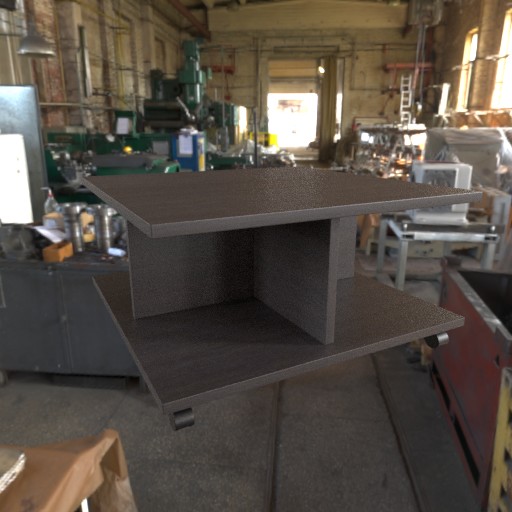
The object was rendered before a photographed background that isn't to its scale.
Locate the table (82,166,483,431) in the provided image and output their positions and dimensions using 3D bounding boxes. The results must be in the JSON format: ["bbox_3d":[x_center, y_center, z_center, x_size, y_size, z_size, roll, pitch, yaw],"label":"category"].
[{"bbox_3d":[0.000,0.000,1.212,0.762,0.396,0.762,-8,18,-27],"label":"table"}]
